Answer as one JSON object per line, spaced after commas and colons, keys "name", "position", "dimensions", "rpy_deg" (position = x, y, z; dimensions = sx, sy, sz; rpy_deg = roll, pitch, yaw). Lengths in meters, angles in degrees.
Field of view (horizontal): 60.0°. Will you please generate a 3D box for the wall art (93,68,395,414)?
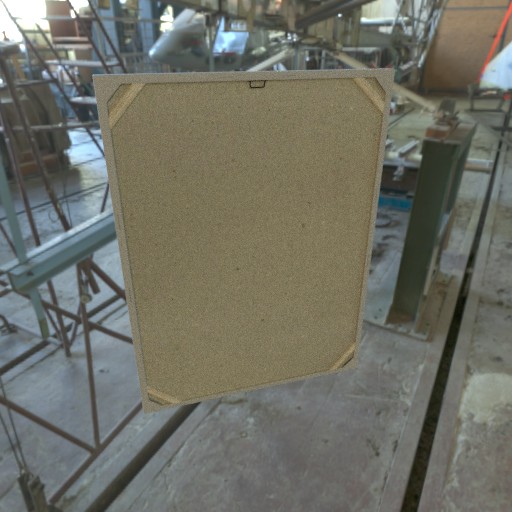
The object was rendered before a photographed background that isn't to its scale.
{"name": "wall art", "position": [0.000, 0.000, 1.575], "dimensions": [0.914, 1.212, 0.038], "rpy_deg": [-8, 27, -15]}
